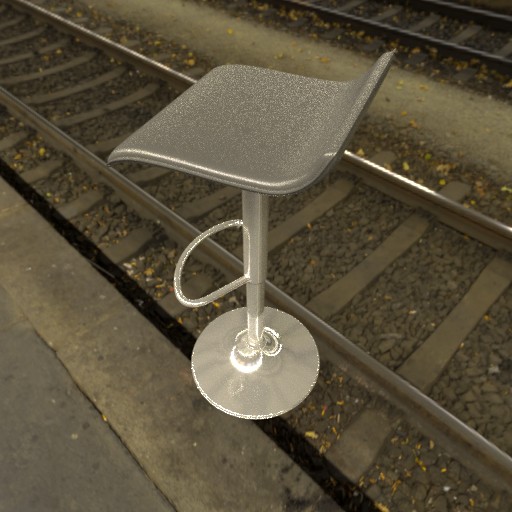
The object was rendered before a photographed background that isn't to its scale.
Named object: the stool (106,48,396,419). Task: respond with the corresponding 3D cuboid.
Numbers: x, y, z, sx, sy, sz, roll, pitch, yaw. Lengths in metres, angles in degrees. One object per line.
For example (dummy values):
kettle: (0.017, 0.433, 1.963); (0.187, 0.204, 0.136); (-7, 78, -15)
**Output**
stool: (0.000, 0.000, 1.012); (0.381, 0.851, 0.381); (17, 47, 16)
